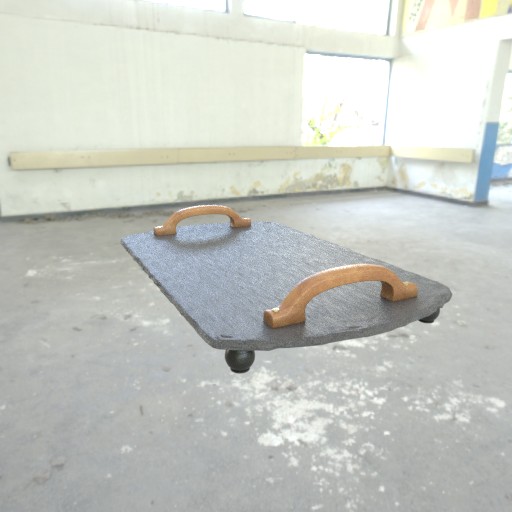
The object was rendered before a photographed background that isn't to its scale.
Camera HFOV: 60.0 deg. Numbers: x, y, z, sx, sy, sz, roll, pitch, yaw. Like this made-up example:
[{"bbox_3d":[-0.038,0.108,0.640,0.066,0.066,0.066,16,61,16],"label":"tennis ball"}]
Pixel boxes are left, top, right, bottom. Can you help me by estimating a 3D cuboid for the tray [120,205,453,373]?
[{"bbox_3d":[0.000,0.000,0.474,0.231,0.062,0.387,-8,18,-26],"label":"tray"}]
